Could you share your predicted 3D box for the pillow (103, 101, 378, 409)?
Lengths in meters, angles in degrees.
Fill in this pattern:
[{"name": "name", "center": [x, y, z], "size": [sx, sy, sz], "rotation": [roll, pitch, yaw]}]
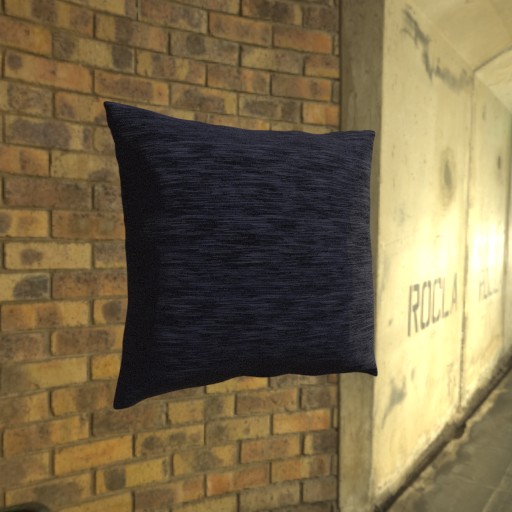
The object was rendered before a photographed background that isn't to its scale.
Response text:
[{"name": "pillow", "center": [0.000, 0.000, 0.695], "size": [0.452, 0.439, 0.204], "rotation": [0, 1, -19]}]
